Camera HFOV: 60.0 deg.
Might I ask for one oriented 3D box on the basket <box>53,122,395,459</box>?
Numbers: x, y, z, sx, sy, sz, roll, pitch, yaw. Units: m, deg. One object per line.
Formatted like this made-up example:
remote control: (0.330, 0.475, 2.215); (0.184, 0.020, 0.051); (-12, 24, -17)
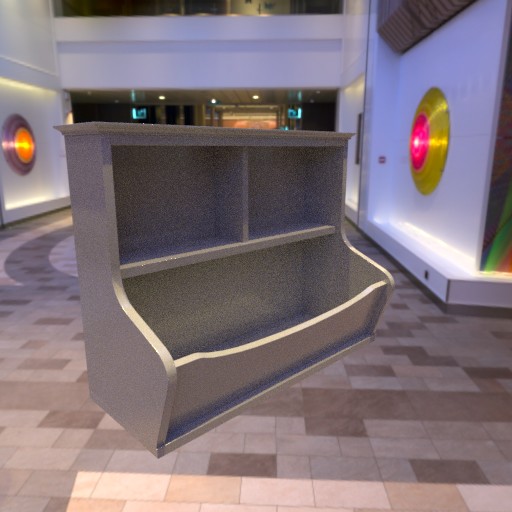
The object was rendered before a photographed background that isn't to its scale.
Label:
basket: (0.000, 0.000, 1.088); (0.780, 0.600, 0.350); (-13, 19, -43)
